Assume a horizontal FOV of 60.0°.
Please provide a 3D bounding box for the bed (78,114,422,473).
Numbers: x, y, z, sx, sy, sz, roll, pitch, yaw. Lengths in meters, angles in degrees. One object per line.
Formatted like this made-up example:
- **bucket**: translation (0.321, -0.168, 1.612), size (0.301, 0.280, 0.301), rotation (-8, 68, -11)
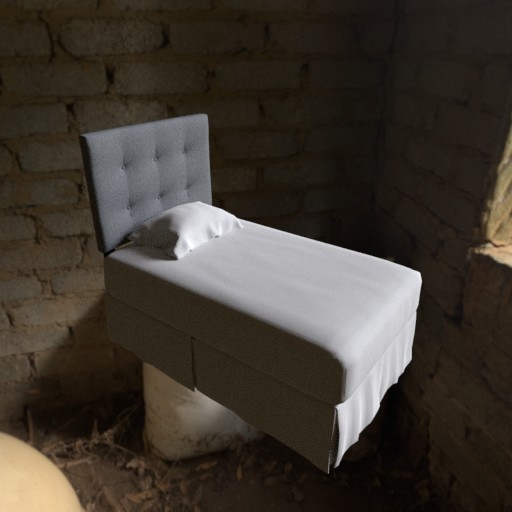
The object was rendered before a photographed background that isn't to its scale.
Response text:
- **bed**: translation (0.000, 0.000, 3.005), size (1.997, 1.571, 1.261), rotation (18, 31, 33)
